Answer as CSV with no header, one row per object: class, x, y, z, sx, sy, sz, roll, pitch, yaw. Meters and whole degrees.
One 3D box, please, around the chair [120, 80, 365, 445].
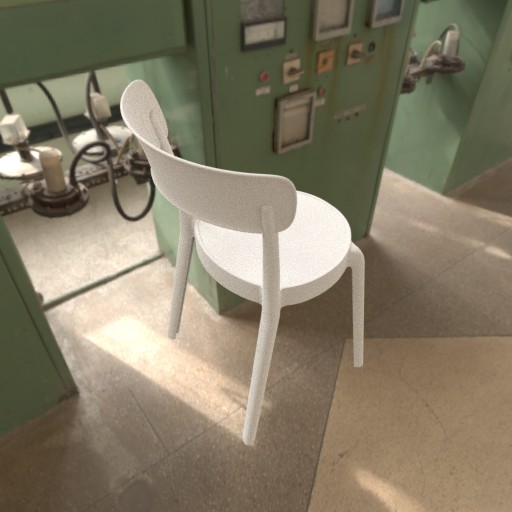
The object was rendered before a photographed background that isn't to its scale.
chair,0.000,0.000,1.109,0.491,0.790,0.506,-25,47,-26
